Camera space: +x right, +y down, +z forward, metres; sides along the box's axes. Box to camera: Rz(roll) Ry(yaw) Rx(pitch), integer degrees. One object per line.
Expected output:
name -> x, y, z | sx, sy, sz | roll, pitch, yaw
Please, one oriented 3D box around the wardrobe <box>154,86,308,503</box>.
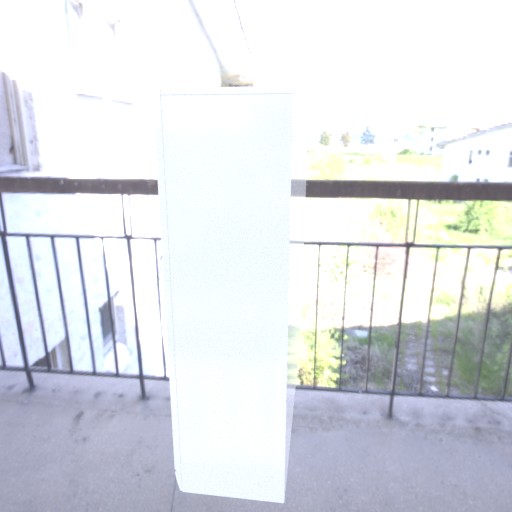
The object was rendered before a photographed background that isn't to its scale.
wardrobe -> 0.000, 0.000, 1.847 | 0.360, 1.200, 1.340 | 2, 16, 8
